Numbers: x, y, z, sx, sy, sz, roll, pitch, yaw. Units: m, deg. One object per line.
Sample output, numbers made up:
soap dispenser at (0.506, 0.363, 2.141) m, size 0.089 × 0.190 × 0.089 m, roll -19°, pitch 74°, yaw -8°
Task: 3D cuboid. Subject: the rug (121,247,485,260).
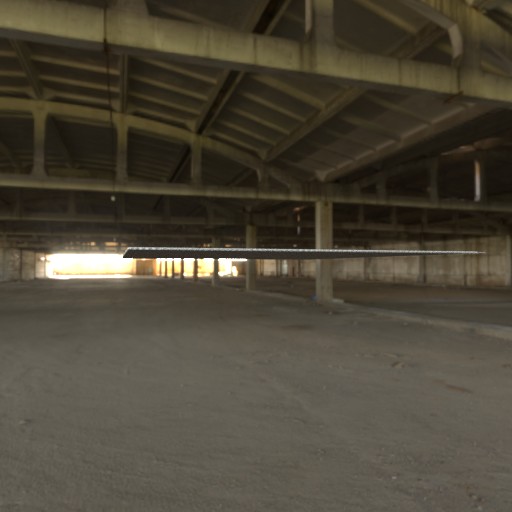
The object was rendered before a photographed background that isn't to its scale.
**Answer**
rug at (0.000, 0.000, 4.140) m, size 2.380 × 0.013 × 3.051 m, roll 0°, pitch -1°, yaw -18°
